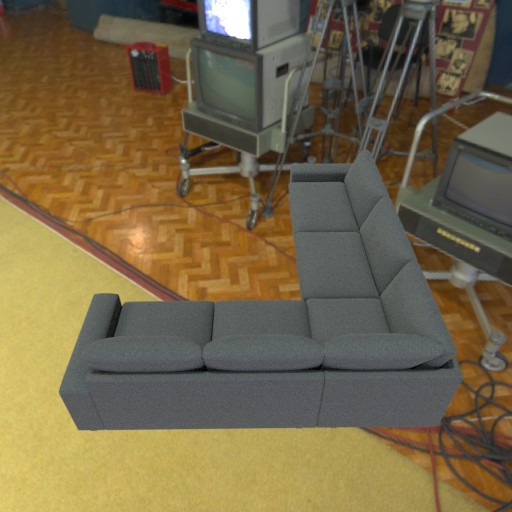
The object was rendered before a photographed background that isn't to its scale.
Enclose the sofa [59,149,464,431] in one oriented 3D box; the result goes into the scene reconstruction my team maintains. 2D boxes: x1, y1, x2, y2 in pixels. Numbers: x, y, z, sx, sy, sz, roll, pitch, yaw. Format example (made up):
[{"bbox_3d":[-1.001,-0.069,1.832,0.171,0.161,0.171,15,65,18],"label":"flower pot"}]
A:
[{"bbox_3d":[0.000,0.000,4.524,2.895,0.965,3.277,0,41,-1],"label":"sofa"}]
